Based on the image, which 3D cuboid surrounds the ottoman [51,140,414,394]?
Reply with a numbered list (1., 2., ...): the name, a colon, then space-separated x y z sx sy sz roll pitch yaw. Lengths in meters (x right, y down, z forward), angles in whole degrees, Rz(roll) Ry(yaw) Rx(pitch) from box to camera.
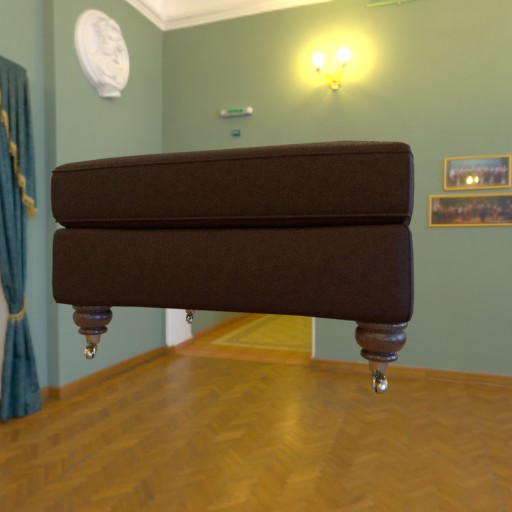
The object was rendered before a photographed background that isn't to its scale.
1. ottoman: 0.000 0.000 1.784 1.187 0.730 0.967 1 2 19
